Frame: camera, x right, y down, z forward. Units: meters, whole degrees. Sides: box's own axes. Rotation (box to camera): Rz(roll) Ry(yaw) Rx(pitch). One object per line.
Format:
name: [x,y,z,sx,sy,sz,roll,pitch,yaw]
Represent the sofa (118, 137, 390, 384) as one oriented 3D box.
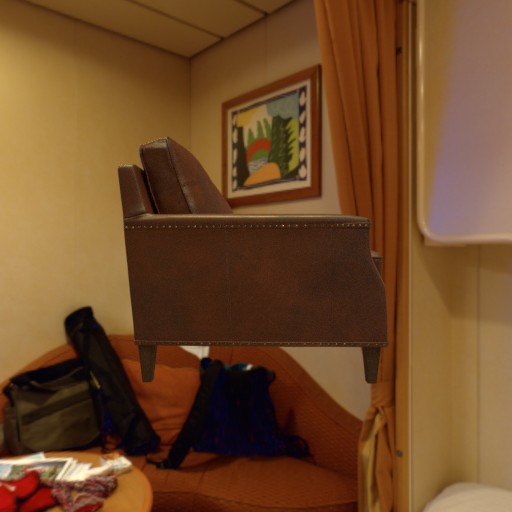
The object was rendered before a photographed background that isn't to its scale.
sofa: [0.000,0.000,2.813,1.084,1.003,2.240,0,0,1]
